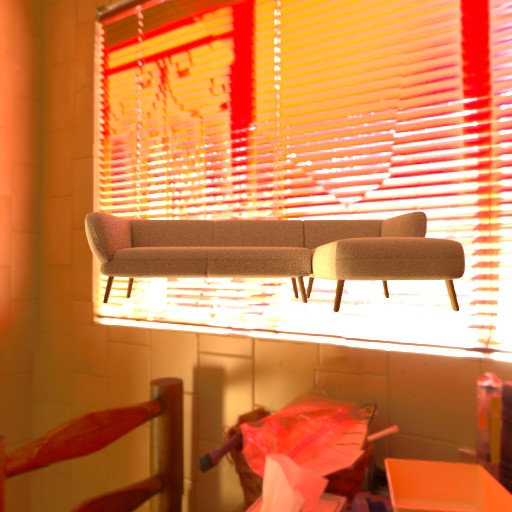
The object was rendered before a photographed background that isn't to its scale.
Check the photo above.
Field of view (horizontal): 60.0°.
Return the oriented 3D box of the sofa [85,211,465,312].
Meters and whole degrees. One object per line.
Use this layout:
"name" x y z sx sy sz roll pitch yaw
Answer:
"sofa" 0.000 0.000 3.395 2.660 0.730 1.610 0 -2 0
